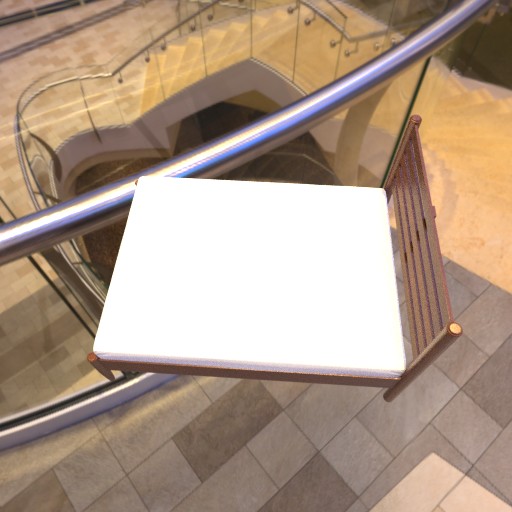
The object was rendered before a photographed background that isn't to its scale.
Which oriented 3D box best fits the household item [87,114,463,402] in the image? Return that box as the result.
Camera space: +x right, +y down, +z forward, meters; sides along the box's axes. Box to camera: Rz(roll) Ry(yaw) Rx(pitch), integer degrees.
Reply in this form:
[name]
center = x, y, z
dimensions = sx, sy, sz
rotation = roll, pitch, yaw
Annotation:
[household item]
center = 0.000, 0.000, 3.294
dimensions = 2.232, 1.356, 1.663
rotation = 3, 58, 2
